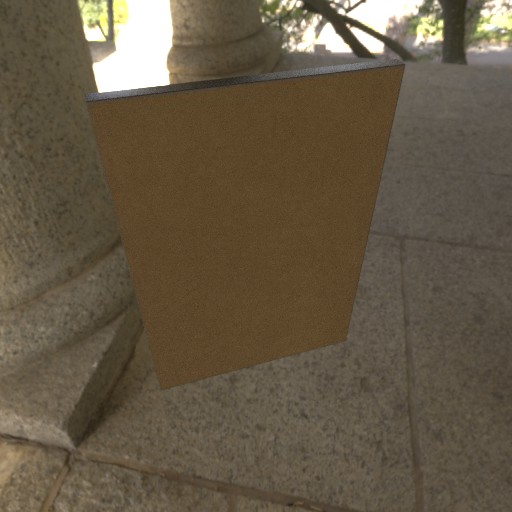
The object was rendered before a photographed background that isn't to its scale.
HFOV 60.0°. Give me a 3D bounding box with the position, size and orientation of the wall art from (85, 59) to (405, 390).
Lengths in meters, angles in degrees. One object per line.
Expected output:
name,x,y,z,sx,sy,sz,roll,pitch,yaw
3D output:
wall art,0.000,0.000,0.575,0.314,0.455,0.019,-12,43,-13
